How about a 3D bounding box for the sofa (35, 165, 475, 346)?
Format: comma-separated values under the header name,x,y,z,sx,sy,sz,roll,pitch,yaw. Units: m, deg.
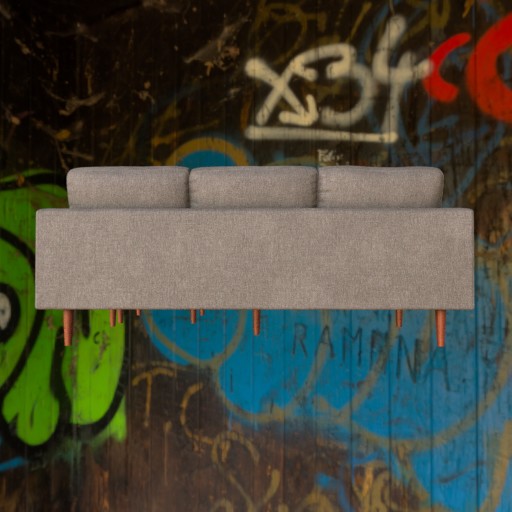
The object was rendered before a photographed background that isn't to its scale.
name,x,y,z,sx,sy,sz,roll,pitch,yaw
sofa,0.000,0.000,2.976,2.233,0.956,1.504,0,-1,1
